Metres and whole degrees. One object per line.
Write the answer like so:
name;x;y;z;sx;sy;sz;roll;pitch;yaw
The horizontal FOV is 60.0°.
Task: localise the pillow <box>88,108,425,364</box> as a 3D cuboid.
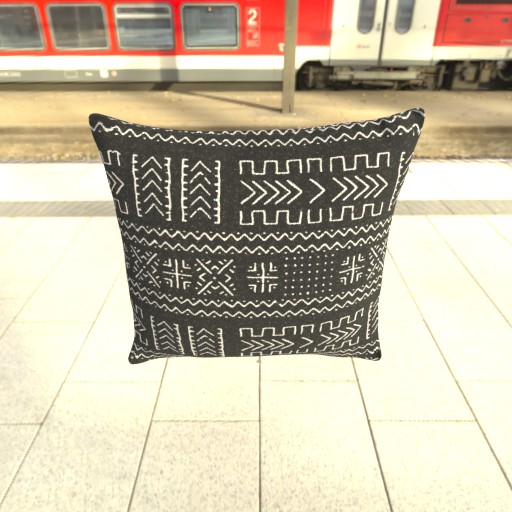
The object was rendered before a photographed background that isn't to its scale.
pillow;0.000;0.000;0.669;0.438;0.430;0.164;-1;30;-2
